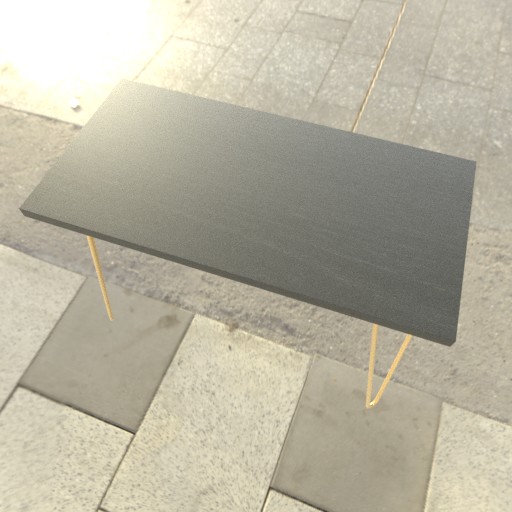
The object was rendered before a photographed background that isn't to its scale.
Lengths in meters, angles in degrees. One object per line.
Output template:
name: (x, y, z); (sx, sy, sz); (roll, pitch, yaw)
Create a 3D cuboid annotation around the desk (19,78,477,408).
desk: (0.000, 0.000, 1.347); (0.991, 0.660, 0.499); (16, 60, 10)
